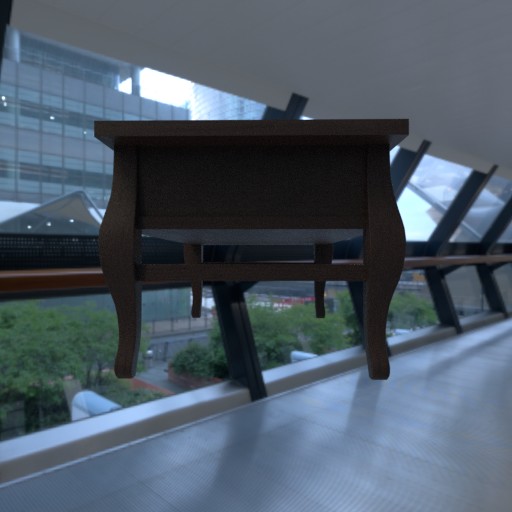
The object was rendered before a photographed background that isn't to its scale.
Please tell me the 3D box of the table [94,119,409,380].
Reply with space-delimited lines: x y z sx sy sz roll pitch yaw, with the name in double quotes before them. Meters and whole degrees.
"table" 0.000 0.000 1.347 0.600 0.494 1.062 0 -1 1
